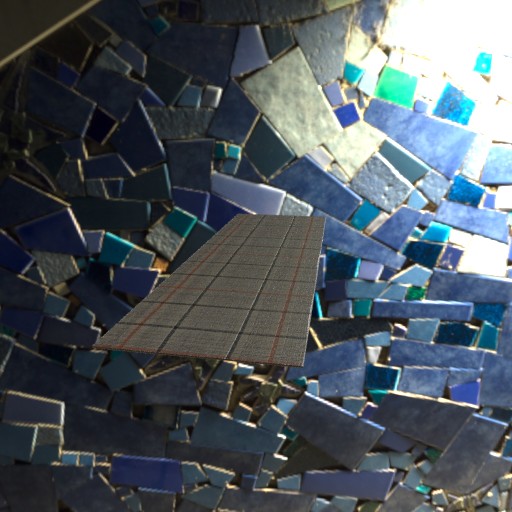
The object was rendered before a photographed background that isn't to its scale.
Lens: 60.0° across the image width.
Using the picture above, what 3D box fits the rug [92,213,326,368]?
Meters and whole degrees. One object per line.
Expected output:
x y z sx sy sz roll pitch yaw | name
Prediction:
0.000 0.000 2.683 0.762 0.008 2.439 3 17 10 | rug
